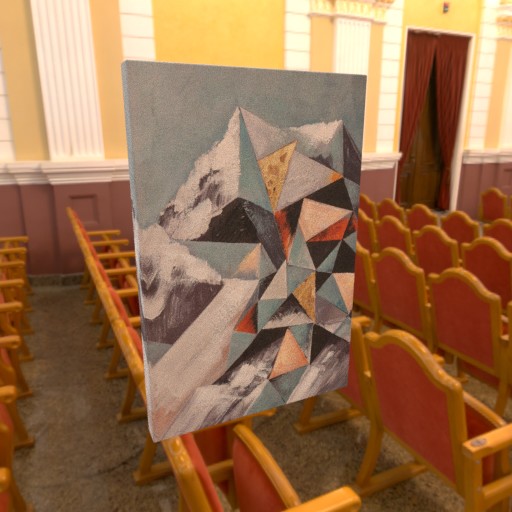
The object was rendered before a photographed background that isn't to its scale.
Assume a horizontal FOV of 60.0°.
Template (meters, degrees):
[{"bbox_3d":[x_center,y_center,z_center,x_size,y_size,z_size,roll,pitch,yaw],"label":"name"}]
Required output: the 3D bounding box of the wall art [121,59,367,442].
[{"bbox_3d":[0.000,0.000,1.165,0.609,0.911,0.061,-7,17,-24],"label":"wall art"}]
